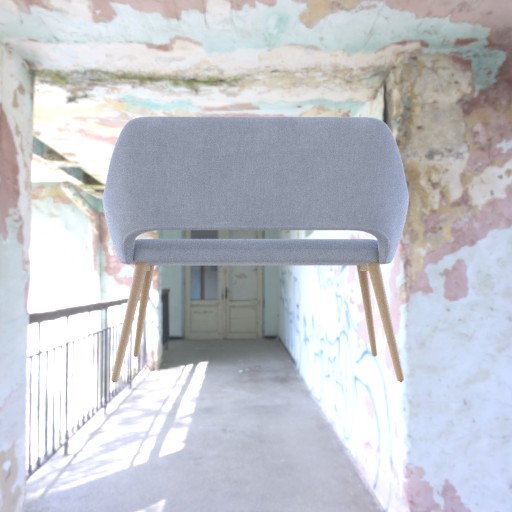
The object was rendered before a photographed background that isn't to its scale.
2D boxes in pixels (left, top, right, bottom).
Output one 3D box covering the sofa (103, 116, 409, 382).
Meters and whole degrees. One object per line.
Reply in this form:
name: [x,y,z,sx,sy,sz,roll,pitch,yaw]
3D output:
sofa: [0.000,0.000,1.637,1.150,0.840,0.610,0,-2,0]
